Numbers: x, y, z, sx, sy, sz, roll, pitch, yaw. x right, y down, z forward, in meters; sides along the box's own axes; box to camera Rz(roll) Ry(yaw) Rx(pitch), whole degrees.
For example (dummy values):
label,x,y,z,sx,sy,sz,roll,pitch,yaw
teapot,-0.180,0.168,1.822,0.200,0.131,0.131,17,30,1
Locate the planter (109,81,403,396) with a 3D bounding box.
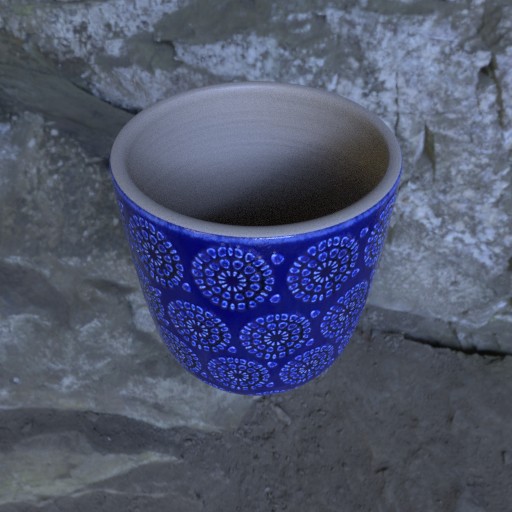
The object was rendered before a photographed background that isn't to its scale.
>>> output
label,x,y,z,sx,sy,sz,roll,pitch,yaw
planter,0.000,0.000,0.352,0.184,0.206,0.184,0,45,0
